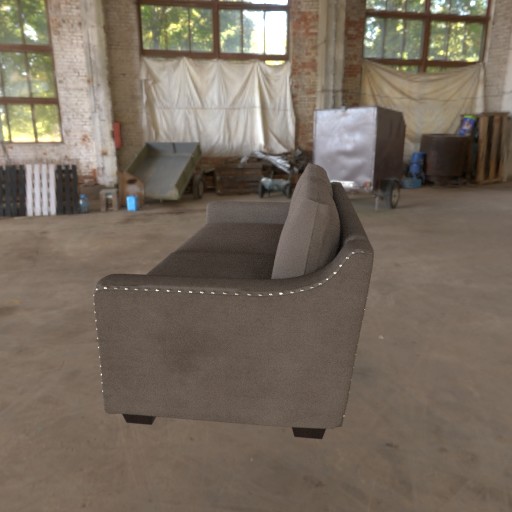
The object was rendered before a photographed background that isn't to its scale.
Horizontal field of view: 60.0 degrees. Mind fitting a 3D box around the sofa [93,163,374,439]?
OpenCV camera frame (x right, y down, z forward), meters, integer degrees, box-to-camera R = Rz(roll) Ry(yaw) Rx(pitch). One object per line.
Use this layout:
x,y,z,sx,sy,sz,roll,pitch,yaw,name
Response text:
0.000,0.000,3.258,1.336,1.196,2.550,2,16,7,sofa
